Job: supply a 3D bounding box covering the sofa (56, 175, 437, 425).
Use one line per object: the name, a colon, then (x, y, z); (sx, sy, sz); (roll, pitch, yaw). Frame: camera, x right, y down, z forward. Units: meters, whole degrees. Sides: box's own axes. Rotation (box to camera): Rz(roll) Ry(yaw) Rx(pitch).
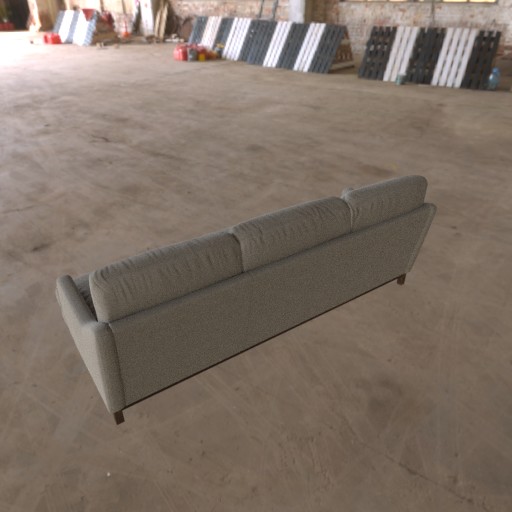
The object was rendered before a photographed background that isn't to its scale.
sofa: (0.000, 0.000, 2.898); (2.344, 0.926, 0.987); (-20, 37, -29)
